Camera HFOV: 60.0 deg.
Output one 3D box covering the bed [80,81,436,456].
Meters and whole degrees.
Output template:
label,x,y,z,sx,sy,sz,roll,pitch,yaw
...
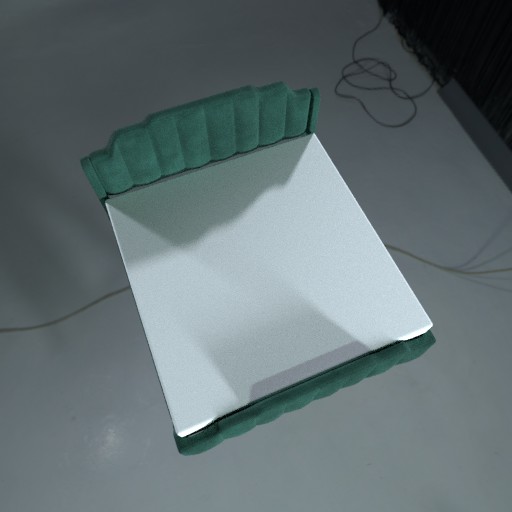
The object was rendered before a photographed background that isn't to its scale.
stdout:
label,x,y,z,sx,sy,sz,roll,pitch,yaw
bed,0.000,0.000,3.543,2.074,1.245,2.340,-20,65,-10
